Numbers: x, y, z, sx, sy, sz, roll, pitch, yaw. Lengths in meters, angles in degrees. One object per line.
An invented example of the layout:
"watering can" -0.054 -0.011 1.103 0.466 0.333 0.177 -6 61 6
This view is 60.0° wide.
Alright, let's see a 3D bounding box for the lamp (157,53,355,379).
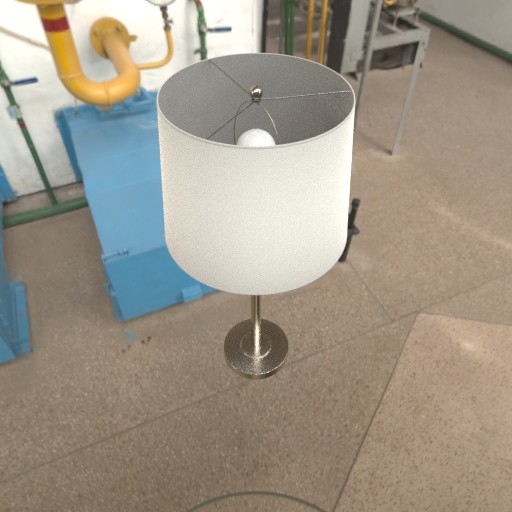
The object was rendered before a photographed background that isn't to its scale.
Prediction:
"lamp" 0.000 0.000 0.878 0.333 0.696 0.333 0 46 0
